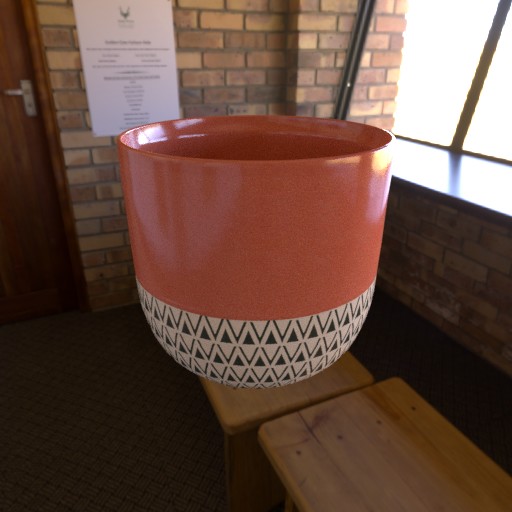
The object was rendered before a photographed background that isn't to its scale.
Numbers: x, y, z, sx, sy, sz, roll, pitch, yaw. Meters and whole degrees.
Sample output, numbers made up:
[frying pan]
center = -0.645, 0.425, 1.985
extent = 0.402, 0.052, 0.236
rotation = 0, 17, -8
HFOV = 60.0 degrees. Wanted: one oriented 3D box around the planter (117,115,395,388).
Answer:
[planter]
center = 0.000, 0.000, 0.494
extent = 0.266, 0.270, 0.266
rotation = 0, 25, 0
